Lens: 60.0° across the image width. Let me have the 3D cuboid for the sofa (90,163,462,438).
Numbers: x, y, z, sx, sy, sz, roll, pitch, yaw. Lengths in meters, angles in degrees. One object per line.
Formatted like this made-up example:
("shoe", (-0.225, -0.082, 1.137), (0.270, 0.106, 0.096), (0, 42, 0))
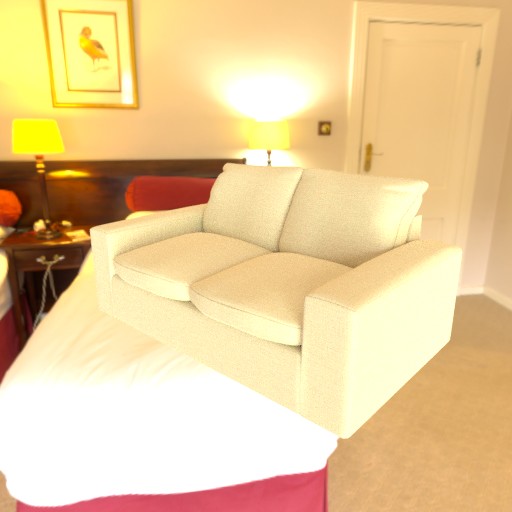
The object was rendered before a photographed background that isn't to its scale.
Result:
("sofa", (0.000, 0.000, 2.375), (1.754, 0.875, 1.091), (15, 22, 40))
